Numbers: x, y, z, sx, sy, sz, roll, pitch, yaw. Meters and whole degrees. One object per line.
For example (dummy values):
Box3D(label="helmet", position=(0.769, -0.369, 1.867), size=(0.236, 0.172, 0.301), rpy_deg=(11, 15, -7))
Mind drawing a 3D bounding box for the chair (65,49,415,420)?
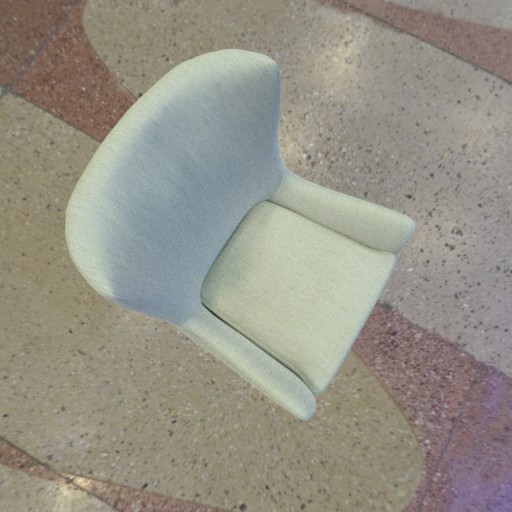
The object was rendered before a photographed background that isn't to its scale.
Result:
Box3D(label="chair", position=(0.000, 0.000, 1.572), size=(0.904, 1.000, 0.779), rpy_deg=(31, 77, 8))
